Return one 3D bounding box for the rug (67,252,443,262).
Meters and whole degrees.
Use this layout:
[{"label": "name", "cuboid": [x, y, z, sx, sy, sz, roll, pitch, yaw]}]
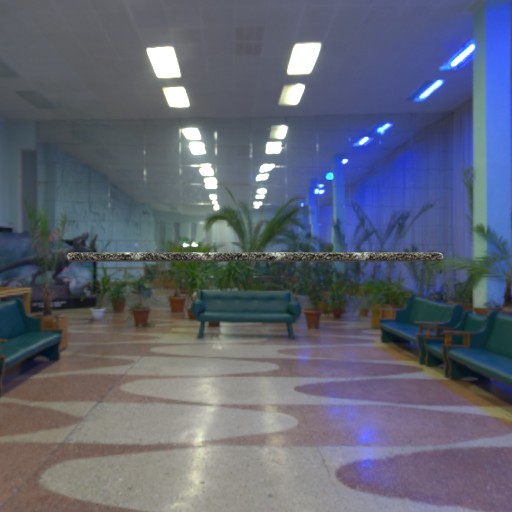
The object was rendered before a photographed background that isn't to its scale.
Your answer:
[{"label": "rug", "cuboid": [0.000, 0.000, 2.311, 1.219, 0.030, 1.778, 0, 0, 0]}]
